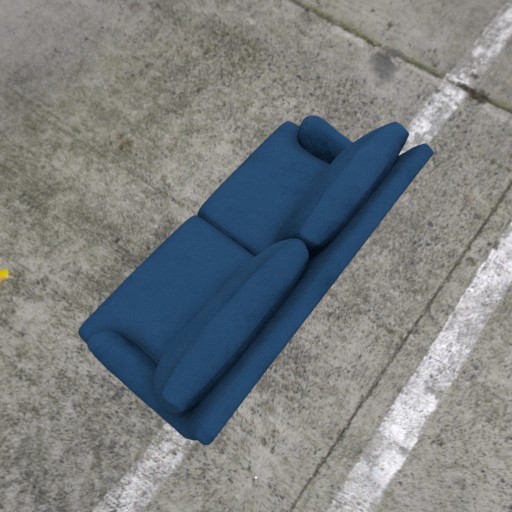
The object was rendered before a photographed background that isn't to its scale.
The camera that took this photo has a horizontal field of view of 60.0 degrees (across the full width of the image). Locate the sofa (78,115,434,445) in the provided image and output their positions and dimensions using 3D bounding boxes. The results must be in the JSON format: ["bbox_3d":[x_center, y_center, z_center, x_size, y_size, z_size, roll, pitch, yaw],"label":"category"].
[{"bbox_3d":[0.000,0.000,2.800,1.084,1.101,2.141,35,69,16],"label":"sofa"}]
